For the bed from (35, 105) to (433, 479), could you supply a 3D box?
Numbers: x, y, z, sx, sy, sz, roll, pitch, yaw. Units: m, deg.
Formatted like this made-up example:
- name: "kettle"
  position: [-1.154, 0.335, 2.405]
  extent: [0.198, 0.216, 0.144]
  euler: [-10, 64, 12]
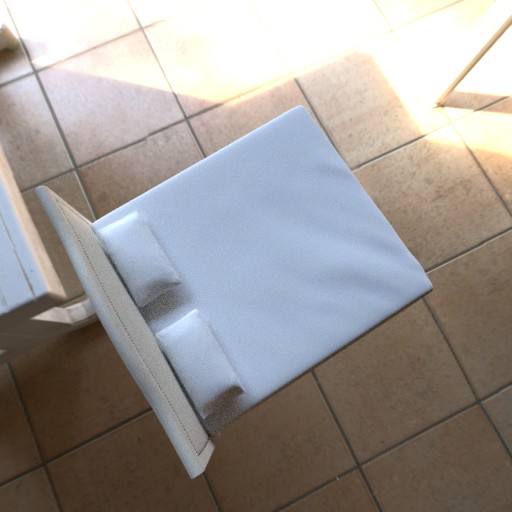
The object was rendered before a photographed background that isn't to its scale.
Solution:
- name: "bed"
  position: [0.000, 0.000, 3.438]
  extent: [2.182, 1.421, 2.083]
  euler: [-31, 79, -7]
